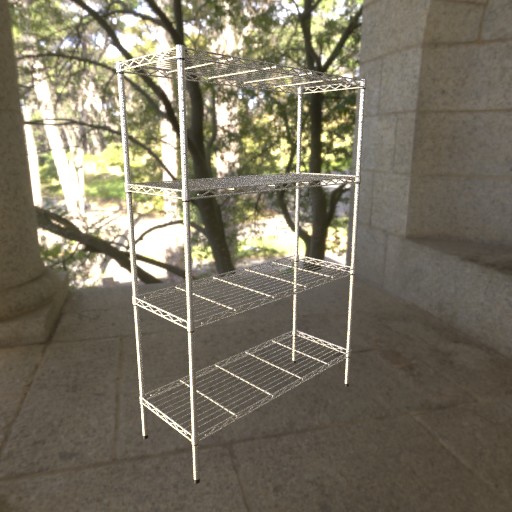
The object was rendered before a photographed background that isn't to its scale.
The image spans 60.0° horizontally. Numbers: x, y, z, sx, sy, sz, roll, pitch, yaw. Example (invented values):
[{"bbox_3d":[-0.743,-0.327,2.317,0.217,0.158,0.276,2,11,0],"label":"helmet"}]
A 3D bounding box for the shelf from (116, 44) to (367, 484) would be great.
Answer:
[{"bbox_3d":[0.000,0.000,1.747,0.907,1.360,0.352,-13,19,-43],"label":"shelf"}]
